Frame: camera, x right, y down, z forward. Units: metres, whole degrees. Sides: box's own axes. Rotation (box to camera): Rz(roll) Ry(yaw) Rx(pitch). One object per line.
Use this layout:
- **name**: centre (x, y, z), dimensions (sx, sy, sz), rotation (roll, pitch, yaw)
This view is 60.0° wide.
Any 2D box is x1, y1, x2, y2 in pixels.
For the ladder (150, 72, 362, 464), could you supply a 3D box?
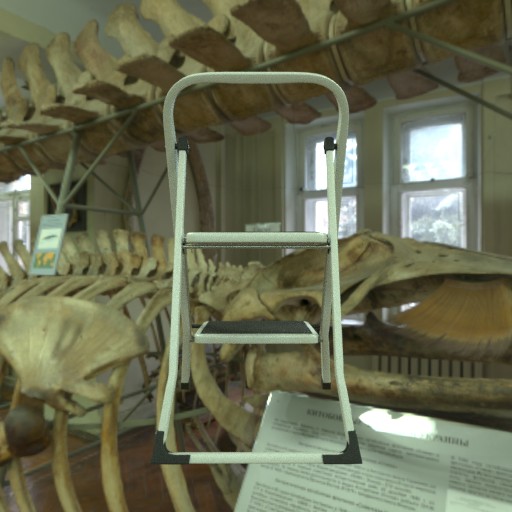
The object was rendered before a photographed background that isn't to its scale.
- **ladder**: centre (0.000, 0.000, 1.120), dimensions (0.460, 0.810, 0.544), rotation (0, 0, 0)
